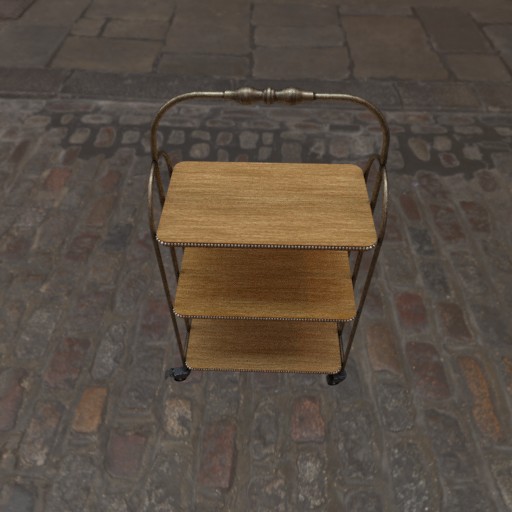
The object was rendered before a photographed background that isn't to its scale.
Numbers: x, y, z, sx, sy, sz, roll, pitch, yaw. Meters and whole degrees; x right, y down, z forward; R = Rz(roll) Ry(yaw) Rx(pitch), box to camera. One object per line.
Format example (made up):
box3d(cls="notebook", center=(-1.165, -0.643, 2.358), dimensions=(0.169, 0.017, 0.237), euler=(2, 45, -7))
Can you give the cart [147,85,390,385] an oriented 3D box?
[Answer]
box3d(cls="cart", center=(0.000, 0.000, 1.320), dimensions=(0.650, 1.052, 0.330), euler=(1, 47, 1))
